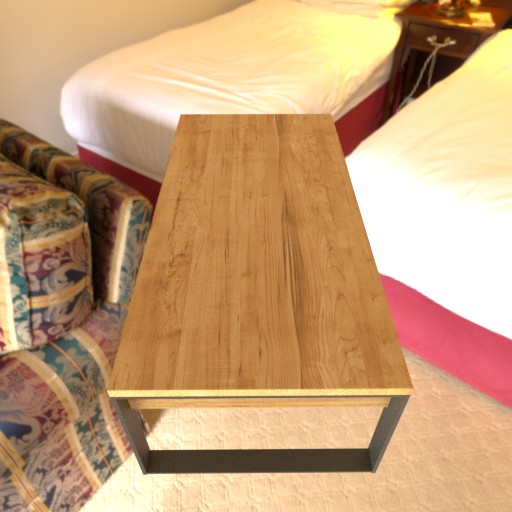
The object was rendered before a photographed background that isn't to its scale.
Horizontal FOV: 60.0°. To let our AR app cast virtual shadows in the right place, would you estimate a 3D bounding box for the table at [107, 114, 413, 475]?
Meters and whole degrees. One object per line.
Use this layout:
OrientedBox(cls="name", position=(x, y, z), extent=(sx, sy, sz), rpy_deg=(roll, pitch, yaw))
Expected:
OrientedBox(cls="table", position=(0.000, 0.000, 1.408), extent=(0.590, 0.400, 1.180), rpy_deg=(0, 43, 0))
